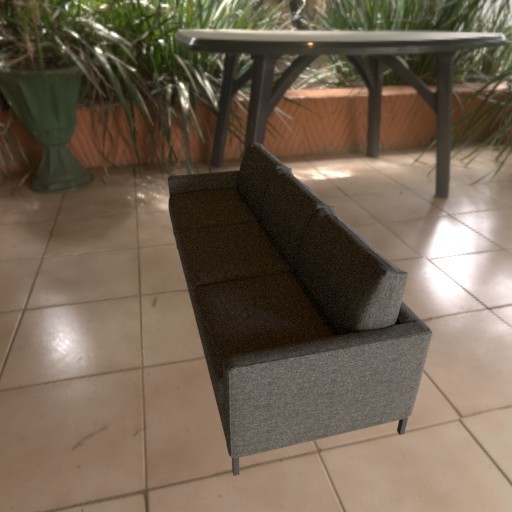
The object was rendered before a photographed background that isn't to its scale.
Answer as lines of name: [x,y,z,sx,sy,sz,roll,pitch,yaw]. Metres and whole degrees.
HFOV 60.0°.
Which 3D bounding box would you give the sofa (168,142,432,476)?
sofa: [0.000,0.000,2.694,0.876,0.879,2.253,-7,30,-13]
